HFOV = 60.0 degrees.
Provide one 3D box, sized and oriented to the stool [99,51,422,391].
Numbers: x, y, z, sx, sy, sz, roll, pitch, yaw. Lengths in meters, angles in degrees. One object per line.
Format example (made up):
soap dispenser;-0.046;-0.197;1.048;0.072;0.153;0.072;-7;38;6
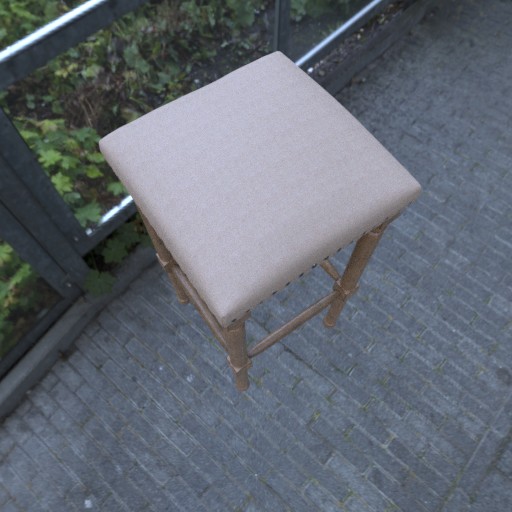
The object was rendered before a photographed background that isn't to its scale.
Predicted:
stool;0.000;0.000;1.010;0.382;0.768;0.383;-32;68;-15
